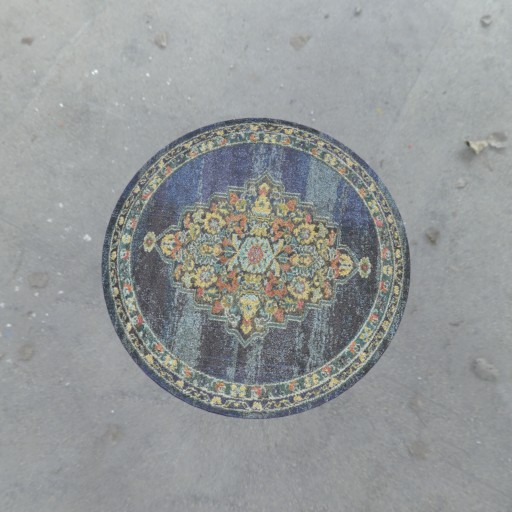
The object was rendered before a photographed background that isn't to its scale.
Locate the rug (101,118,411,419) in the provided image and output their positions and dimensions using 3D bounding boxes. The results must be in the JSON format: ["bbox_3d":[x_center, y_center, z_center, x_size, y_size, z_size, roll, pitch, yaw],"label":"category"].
[{"bbox_3d":[0.000,0.000,3.431,2.386,0.014,2.386,0,76,0],"label":"rug"}]
